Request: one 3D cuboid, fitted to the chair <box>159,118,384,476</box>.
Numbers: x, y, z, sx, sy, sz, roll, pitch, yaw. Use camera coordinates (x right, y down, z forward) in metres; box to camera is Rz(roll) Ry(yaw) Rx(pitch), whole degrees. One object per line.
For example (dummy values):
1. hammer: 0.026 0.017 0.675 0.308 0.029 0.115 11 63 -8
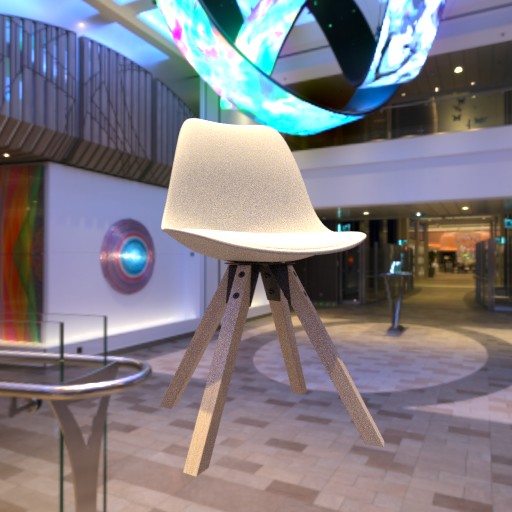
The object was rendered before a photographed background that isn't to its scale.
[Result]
1. chair: 0.000 0.000 1.152 0.485 0.850 0.550 0 -1 -19
